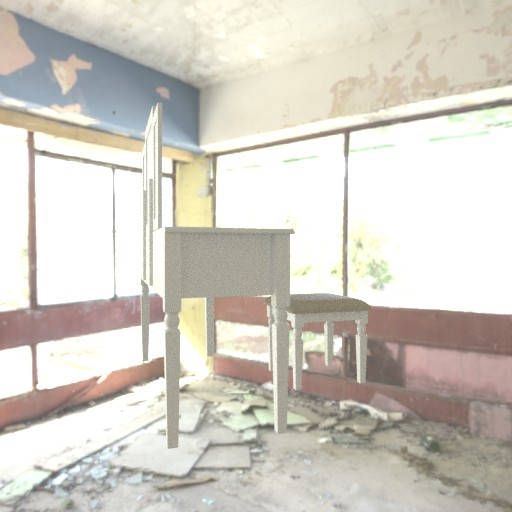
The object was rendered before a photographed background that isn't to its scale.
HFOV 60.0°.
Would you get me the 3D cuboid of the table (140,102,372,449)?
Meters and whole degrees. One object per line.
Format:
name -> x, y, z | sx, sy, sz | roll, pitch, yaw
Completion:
table -> 0.000, 0.000, 2.302 | 1.115, 1.310, 1.369 | 0, 1, -18
